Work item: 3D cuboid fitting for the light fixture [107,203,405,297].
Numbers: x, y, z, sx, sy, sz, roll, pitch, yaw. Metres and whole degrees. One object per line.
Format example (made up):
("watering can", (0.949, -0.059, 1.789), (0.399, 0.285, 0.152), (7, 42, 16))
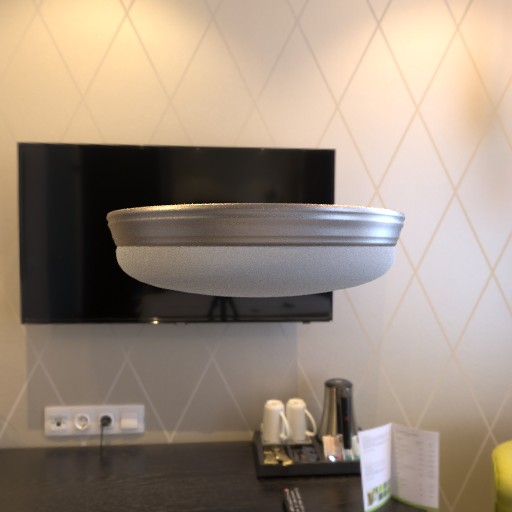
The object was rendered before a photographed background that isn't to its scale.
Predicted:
("light fixture", (0.000, 0.000, 0.577), (0.368, 0.100, 0.368), (0, 1, 0))
